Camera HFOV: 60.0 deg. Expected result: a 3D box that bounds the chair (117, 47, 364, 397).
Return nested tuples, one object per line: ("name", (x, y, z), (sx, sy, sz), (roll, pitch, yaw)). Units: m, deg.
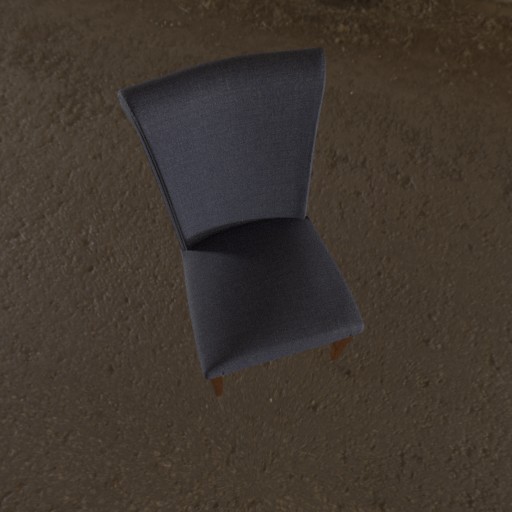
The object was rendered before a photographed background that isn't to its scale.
("chair", (0.000, 0.000, 1.364), (0.513, 0.988, 0.608), (-15, 64, -8))
